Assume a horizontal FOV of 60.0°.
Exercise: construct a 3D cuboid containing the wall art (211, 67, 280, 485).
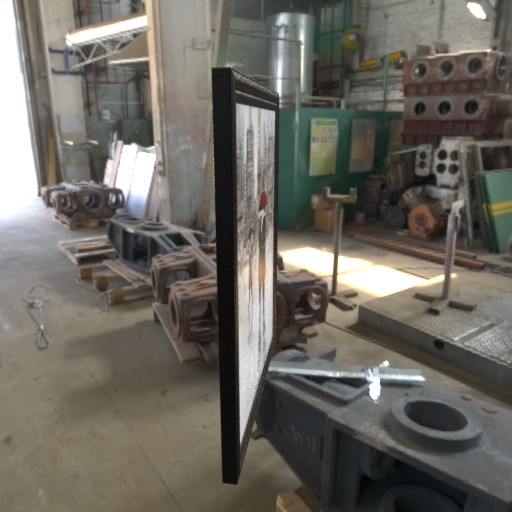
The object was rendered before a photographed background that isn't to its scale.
[{"bbox_3d":[0.000,0.000,1.647,0.053,1.194,0.950,3,17,9],"label":"wall art"}]
